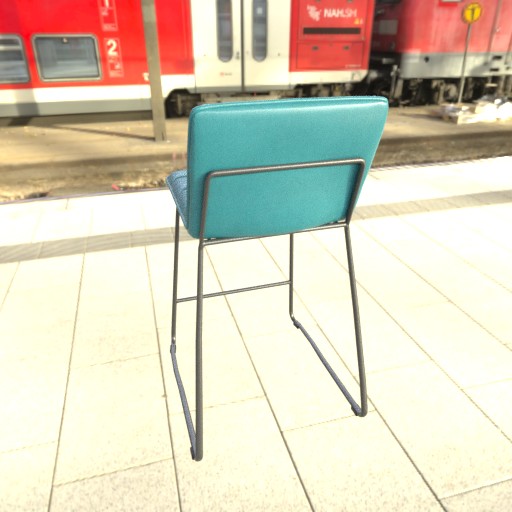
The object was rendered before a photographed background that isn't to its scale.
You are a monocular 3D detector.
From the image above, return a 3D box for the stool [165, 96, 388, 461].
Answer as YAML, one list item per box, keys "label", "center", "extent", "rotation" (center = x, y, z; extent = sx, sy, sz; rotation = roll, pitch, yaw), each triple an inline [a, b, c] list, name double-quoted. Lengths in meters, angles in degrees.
- label: "stool"
  center: [0.000, 0.000, 1.191]
  extent: [0.489, 0.866, 0.524]
  rotation: [-8, 28, -16]
